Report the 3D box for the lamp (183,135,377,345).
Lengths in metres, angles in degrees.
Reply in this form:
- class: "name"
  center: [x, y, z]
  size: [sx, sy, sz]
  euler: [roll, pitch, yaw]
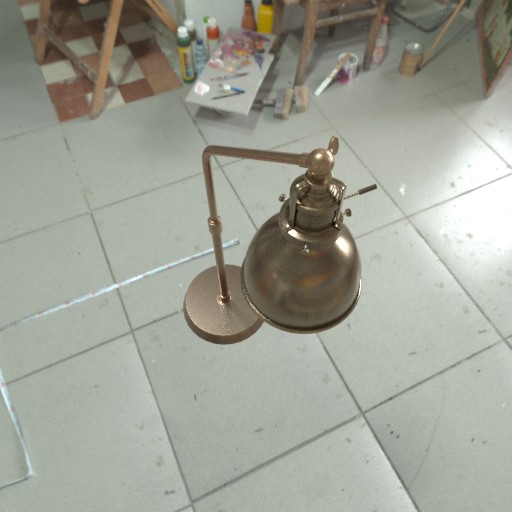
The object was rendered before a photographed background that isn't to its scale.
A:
- class: "lamp"
  center: [0.000, 0.000, 0.582]
  size: [0.286, 0.456, 0.153]
  euler: [31, 63, 18]
